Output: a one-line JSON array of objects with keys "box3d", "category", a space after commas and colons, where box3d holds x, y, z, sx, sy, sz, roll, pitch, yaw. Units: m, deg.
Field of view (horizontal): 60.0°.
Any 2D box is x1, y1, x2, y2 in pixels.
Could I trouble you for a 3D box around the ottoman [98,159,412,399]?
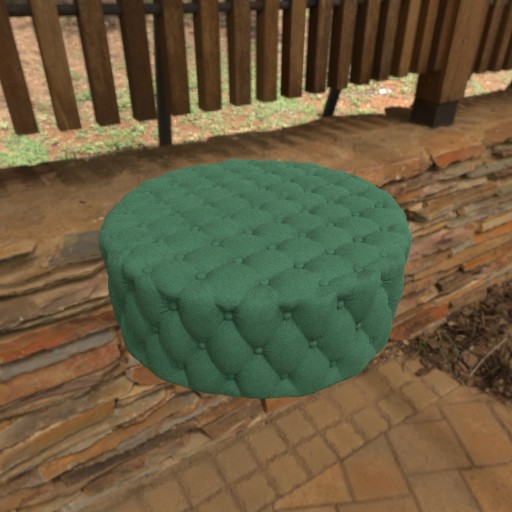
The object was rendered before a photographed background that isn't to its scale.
[{"box3d": [0.000, 0.000, 1.533, 0.998, 0.399, 0.998, 0, 32, 0], "category": "ottoman"}]
